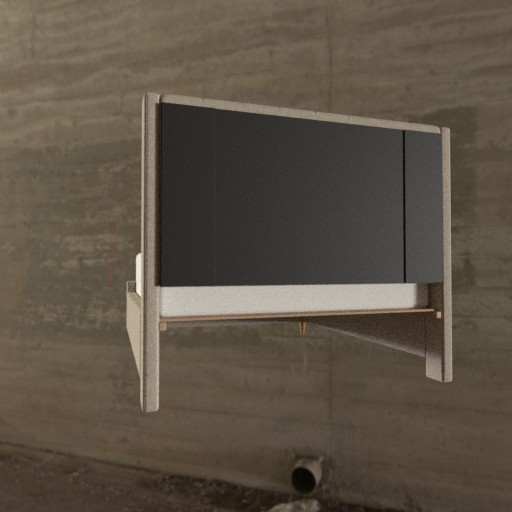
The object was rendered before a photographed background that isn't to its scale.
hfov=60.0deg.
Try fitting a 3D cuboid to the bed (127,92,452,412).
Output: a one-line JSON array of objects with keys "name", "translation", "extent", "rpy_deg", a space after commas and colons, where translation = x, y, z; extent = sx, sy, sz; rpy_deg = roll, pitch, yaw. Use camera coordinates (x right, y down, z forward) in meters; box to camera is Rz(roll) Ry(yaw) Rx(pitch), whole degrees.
[{"name": "bed", "translation": [0.000, 0.000, 3.801], "extent": [2.045, 1.743, 2.370], "rpy_deg": [0, -1, -18]}]
